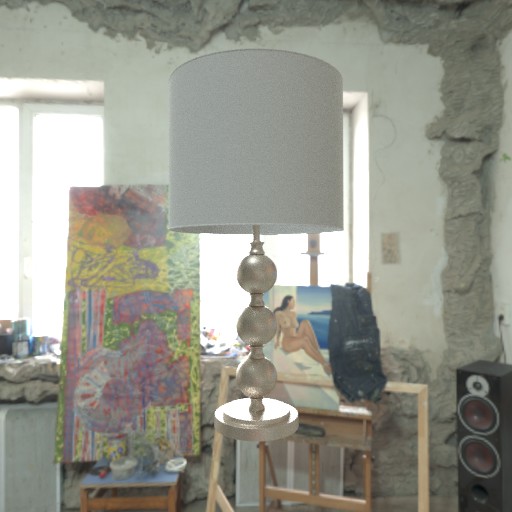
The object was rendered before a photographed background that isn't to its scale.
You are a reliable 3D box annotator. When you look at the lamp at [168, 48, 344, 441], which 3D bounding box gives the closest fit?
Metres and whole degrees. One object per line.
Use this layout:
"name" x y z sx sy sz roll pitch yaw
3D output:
"lamp" 0.000 0.000 0.710 0.277 0.538 0.277 0 0 -35
